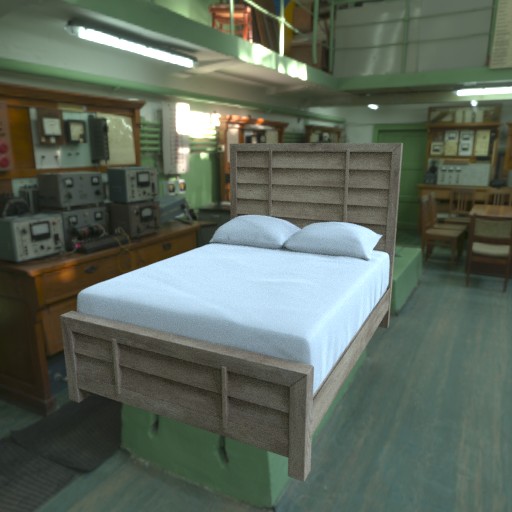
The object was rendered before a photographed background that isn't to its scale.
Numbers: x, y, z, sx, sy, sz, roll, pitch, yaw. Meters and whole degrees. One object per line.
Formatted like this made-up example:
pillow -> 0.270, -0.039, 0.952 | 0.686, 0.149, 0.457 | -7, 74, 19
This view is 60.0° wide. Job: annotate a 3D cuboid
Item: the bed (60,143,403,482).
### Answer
bed -> 0.000, 0.000, 3.276 | 1.626, 1.626, 2.197 | 7, 15, 26
